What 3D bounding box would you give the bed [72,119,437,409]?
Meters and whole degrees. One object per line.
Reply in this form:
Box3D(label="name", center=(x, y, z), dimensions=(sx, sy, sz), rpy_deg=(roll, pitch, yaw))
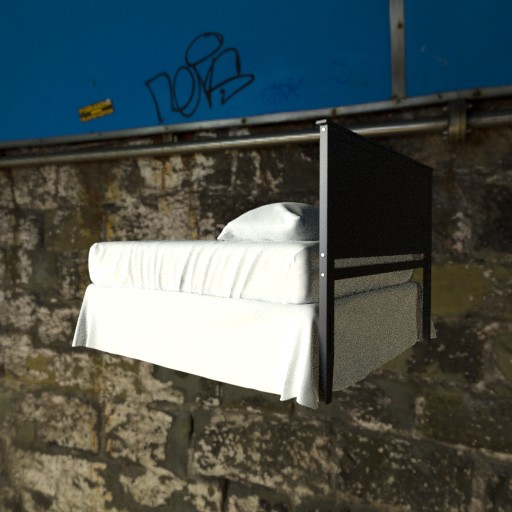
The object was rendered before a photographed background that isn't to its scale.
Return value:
Box3D(label="bed", center=(0.000, 0.000, 3.216), dimensions=(2.050, 1.270, 1.870), rpy_deg=(1, 2, 37))
